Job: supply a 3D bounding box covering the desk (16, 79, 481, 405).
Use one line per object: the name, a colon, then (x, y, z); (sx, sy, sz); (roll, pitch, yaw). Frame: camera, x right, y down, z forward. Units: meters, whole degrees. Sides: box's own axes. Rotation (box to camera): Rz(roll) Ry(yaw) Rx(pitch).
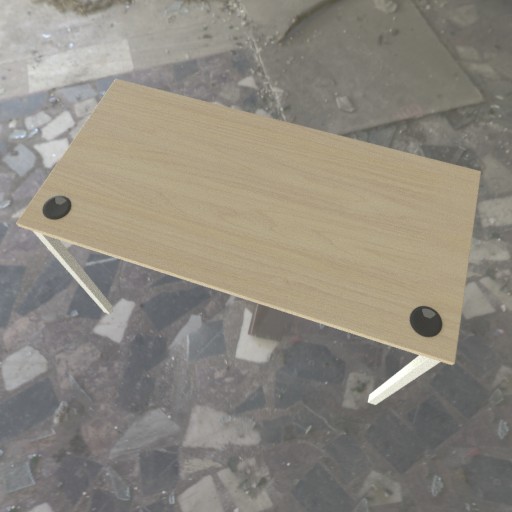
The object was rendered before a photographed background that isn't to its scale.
desk: (0.000, 0.000, 1.598); (1.200, 0.750, 0.600); (17, 64, 9)
